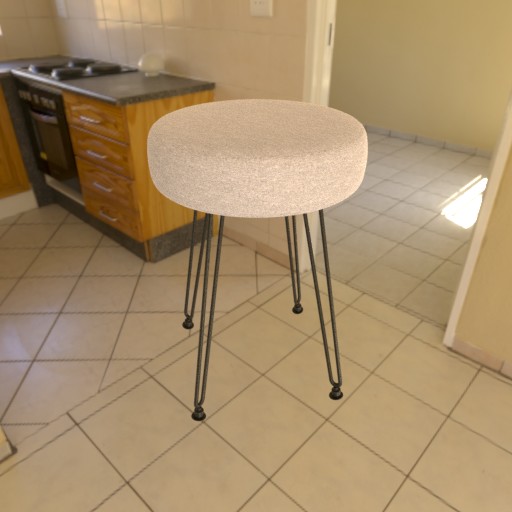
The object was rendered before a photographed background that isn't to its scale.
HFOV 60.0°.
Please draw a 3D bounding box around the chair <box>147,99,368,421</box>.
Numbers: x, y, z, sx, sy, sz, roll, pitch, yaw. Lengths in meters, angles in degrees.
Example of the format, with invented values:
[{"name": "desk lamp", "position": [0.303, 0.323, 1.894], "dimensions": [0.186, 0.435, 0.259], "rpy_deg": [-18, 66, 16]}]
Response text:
[{"name": "chair", "position": [0.000, 0.000, 0.711], "dimensions": [0.350, 0.440, 0.350], "rpy_deg": [19, 36, 28]}]
